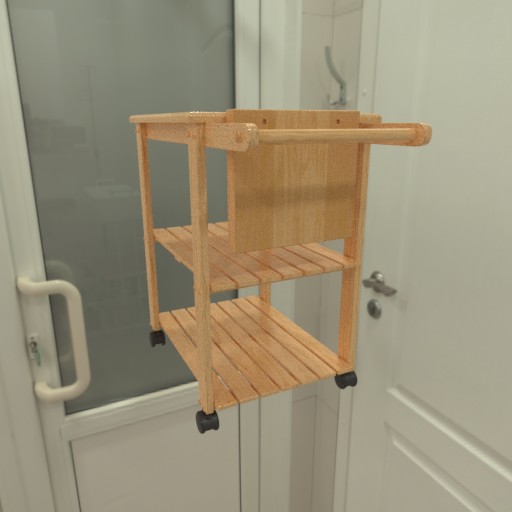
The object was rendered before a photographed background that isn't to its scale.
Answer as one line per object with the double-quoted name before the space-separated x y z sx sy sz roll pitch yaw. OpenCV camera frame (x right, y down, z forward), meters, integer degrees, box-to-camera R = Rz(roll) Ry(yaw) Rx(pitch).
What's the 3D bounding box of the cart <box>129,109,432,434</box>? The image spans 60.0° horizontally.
"cart" 0.000 0.000 1.321 0.520 0.816 0.843 -8 19 -25
